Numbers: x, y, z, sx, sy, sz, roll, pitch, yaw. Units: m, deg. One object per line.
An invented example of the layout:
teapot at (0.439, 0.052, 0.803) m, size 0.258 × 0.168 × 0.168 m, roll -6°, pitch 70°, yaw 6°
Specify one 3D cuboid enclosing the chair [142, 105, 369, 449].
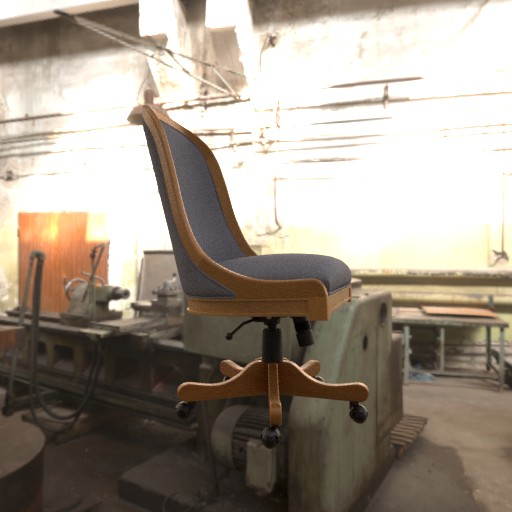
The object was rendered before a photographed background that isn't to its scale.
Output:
chair at (0.000, 0.000, 1.489) m, size 0.735 × 1.031 × 0.605 m, roll 0°, pitch -1°, yaw 18°
